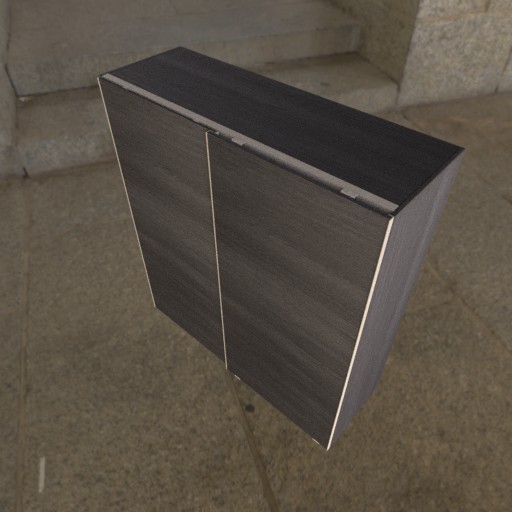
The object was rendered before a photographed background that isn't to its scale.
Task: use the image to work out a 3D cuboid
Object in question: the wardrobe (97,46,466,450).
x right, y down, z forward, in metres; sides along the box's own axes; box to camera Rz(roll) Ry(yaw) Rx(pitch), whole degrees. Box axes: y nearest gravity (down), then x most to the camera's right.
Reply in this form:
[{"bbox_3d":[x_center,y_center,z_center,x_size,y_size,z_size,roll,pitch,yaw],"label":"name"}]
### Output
[{"bbox_3d":[0.000,0.000,2.779,1.780,1.960,0.629,32,53,28],"label":"wardrobe"}]
